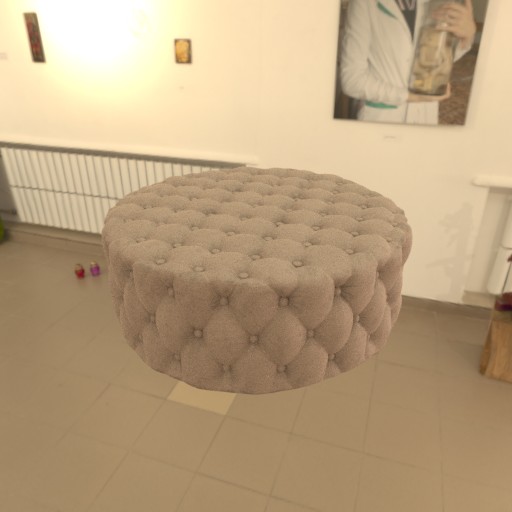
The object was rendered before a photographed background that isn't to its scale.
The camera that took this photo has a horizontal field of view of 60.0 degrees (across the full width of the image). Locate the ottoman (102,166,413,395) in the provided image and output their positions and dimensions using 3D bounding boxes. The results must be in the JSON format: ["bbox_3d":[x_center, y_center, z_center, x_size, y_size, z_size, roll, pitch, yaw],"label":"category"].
[{"bbox_3d":[0.000,0.000,1.540,0.998,0.399,0.998,0,27,0],"label":"ottoman"}]
